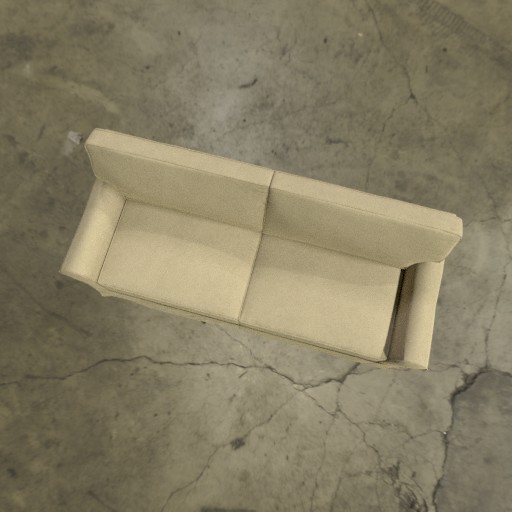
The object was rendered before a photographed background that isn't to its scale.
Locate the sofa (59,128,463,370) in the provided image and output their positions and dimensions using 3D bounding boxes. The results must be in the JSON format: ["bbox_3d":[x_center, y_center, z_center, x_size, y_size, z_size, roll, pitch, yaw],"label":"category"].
[{"bbox_3d":[0.000,0.000,2.752,2.246,1.014,0.900,14,76,4],"label":"sofa"}]
